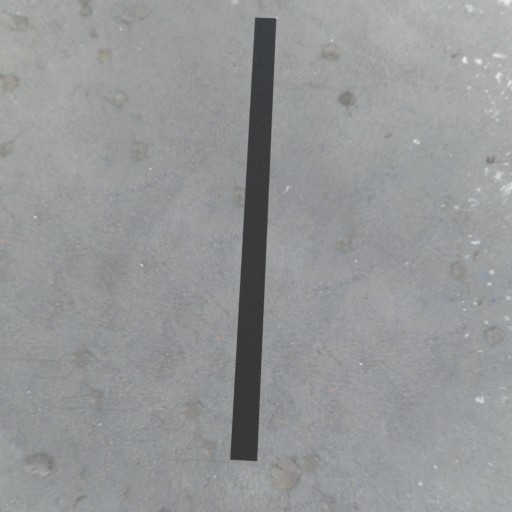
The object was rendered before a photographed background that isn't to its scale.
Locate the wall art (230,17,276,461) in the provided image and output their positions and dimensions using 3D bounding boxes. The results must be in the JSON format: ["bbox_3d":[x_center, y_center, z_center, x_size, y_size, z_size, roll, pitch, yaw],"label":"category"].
[{"bbox_3d":[0.000,0.000,0.760,0.029,0.457,0.558,3,77,1],"label":"wall art"}]
